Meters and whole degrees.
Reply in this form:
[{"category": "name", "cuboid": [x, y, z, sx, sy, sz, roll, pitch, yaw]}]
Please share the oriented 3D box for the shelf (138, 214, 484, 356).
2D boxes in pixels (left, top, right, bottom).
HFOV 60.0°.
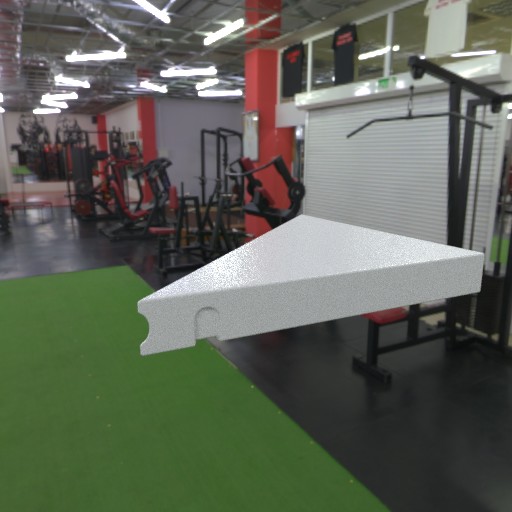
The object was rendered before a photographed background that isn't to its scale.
[{"category": "shelf", "cuboid": [0.000, 0.000, 0.451, 0.296, 0.035, 0.296, -6, 14, -26]}]
